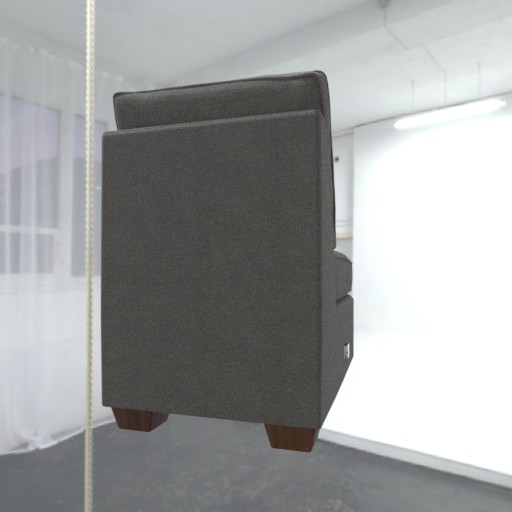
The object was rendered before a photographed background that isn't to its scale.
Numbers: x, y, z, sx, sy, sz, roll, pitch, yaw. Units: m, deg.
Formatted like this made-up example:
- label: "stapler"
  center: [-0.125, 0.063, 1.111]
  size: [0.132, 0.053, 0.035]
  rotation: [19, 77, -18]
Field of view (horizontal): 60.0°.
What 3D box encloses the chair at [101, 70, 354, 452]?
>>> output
- label: "chair"
  center: [0.000, 0.000, 1.556]
  size: [0.621, 0.970, 0.938]
  rotation: [-1, -2, 17]
